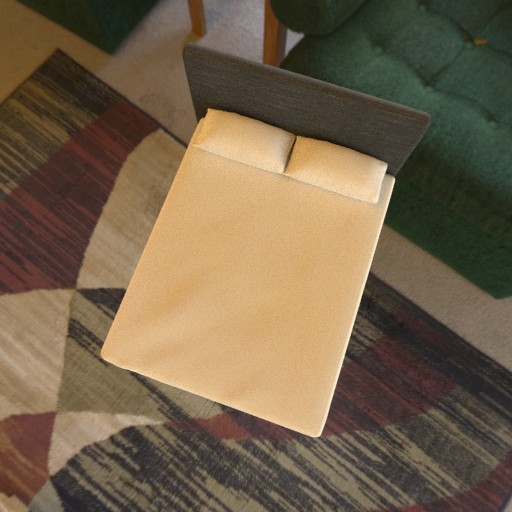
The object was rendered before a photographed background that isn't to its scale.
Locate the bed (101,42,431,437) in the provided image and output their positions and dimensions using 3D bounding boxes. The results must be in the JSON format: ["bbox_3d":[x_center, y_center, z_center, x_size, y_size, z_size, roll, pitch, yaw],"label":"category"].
[{"bbox_3d":[0.000,0.000,3.173,1.723,1.330,2.142,19,76,5],"label":"bed"}]
